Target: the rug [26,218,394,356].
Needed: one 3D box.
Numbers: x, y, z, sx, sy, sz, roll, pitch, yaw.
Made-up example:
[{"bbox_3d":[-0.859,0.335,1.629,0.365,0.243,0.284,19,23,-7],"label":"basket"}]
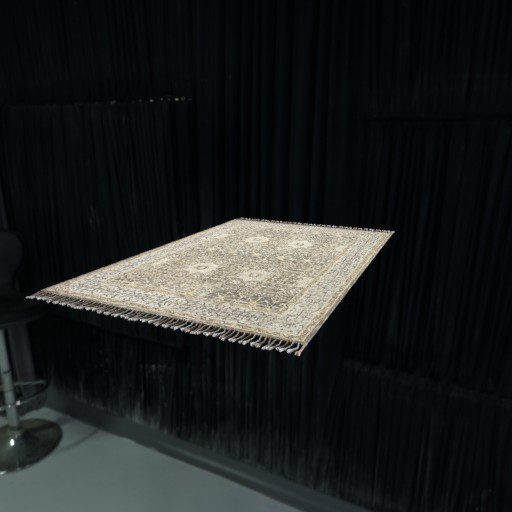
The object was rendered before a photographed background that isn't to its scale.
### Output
[{"bbox_3d":[0.000,0.000,2.524,1.237,0.010,2.029,7,17,24],"label":"rug"}]
